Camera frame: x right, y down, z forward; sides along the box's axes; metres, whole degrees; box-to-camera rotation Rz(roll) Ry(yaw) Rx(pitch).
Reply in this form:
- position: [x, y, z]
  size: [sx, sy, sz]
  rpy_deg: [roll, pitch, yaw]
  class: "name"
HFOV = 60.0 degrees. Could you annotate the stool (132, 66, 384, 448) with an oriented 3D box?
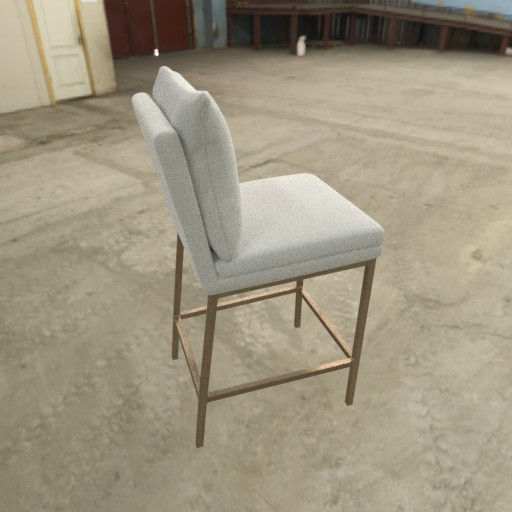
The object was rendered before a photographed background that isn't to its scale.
- position: [0.000, 0.000, 1.334]
  size: [0.572, 1.032, 0.463]
  rpy_deg: [-10, 32, -17]
  class: "stool"
